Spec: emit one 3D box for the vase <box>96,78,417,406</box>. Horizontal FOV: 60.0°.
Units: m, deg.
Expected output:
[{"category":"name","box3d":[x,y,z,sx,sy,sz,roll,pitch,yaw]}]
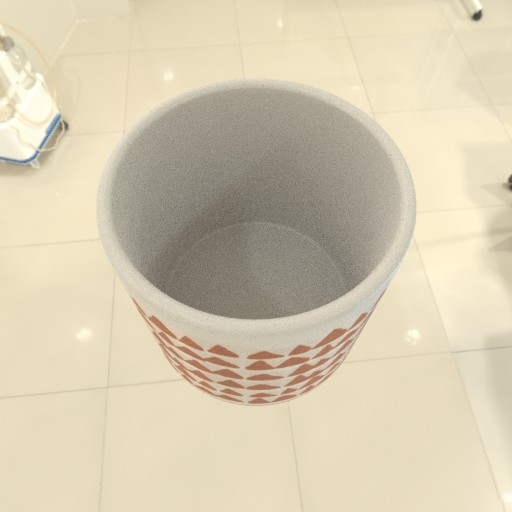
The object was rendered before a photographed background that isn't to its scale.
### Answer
[{"category":"vase","box3d":[0.000,0.000,0.244,0.137,0.127,0.137,0,60,0]}]
